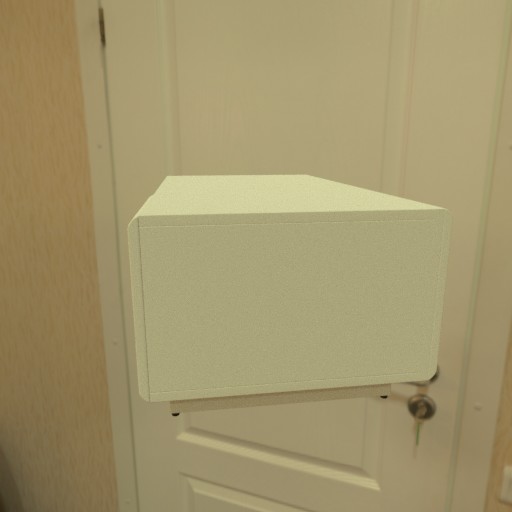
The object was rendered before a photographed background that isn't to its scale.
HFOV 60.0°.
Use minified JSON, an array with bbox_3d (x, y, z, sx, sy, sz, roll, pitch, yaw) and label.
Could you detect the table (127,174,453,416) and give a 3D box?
[{"bbox_3d":[0.000,0.000,1.419,0.639,0.442,1.097,-2,14,-8],"label":"table"}]
